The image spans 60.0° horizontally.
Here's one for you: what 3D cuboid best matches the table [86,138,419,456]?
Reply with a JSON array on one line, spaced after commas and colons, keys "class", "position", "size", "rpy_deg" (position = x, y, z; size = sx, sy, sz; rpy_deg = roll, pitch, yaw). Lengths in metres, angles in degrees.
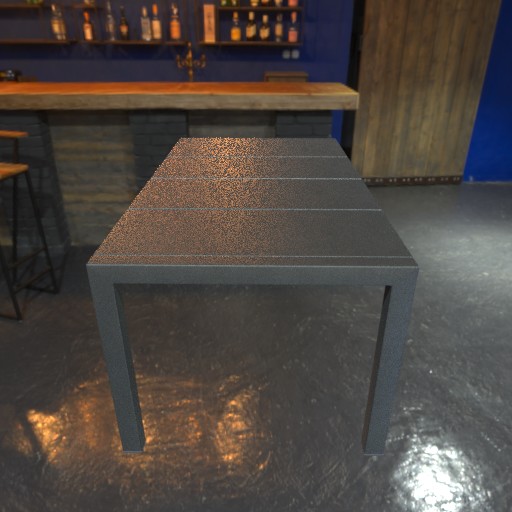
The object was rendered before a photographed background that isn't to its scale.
[{"class": "table", "position": [0.000, 0.000, 1.271], "size": [0.559, 0.460, 0.965], "rpy_deg": [0, 27, 1]}]
